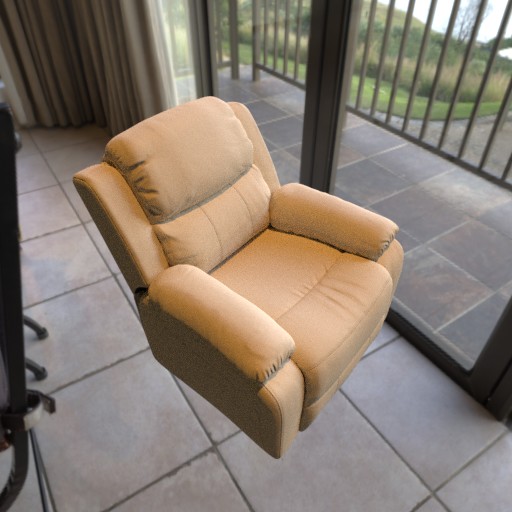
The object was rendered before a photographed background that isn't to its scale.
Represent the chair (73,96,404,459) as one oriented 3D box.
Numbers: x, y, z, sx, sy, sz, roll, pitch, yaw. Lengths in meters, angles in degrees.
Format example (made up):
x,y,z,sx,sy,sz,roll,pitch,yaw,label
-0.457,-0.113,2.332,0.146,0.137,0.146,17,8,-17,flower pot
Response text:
x,y,z,sx,sy,sz,roll,pitch,yaw,label
0.000,0.000,1.267,0.709,0.702,0.680,27,48,28,chair
